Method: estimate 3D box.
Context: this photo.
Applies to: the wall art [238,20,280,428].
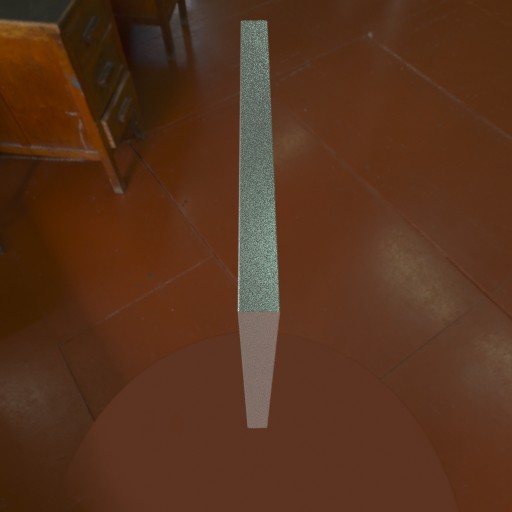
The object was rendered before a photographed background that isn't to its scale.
[{"bbox_3d":[0.000,0.000,0.750,0.038,0.549,0.452,-1,59,0],"label":"wall art"}]
